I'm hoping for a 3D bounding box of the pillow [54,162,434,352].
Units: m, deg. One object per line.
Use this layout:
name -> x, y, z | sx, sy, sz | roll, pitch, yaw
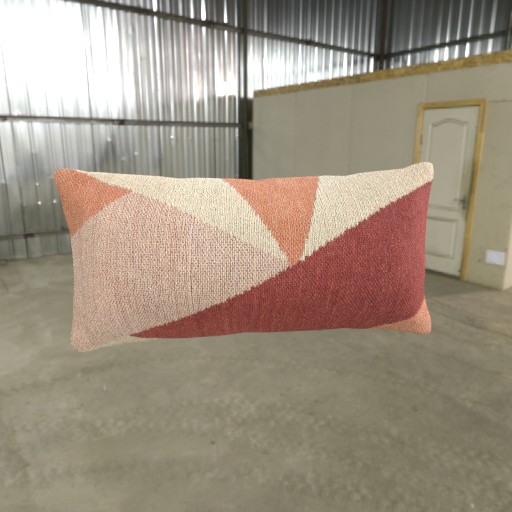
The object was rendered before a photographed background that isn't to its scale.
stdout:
pillow -> 0.000, 0.000, 0.718 | 0.609, 0.292, 0.155 | -2, 15, -7
